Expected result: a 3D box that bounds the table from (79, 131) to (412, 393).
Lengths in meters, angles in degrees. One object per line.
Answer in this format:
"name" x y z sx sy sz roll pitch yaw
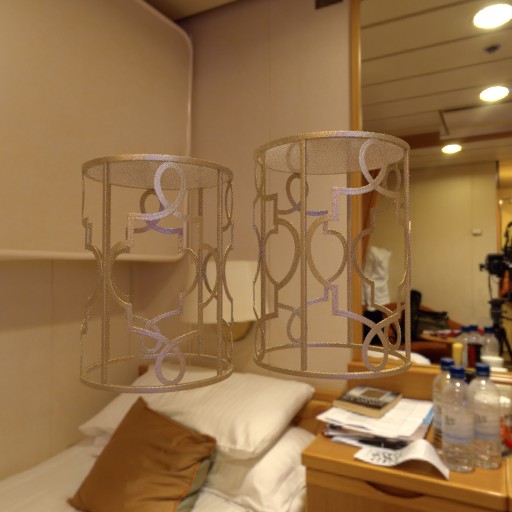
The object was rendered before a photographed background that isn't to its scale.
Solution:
"table" 0.000 0.000 1.150 0.846 0.564 0.420 0 -1 -18
